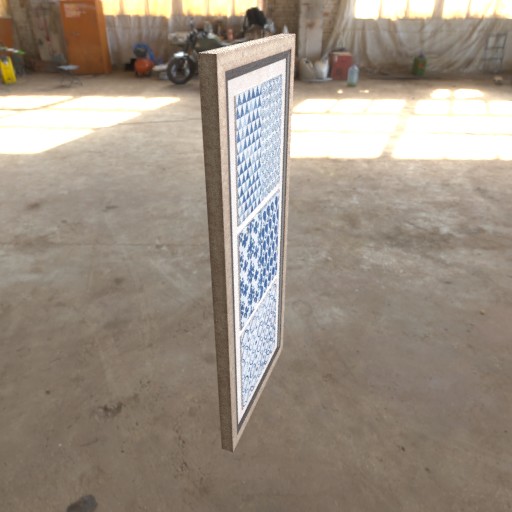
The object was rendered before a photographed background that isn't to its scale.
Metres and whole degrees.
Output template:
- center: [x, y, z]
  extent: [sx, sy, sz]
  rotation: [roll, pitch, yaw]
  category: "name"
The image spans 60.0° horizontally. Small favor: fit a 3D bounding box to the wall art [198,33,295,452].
- center: [0.000, 0.000, 1.671]
  extent: [0.051, 1.461, 0.648]
  rotation: [11, 32, 18]
  category: "wall art"
